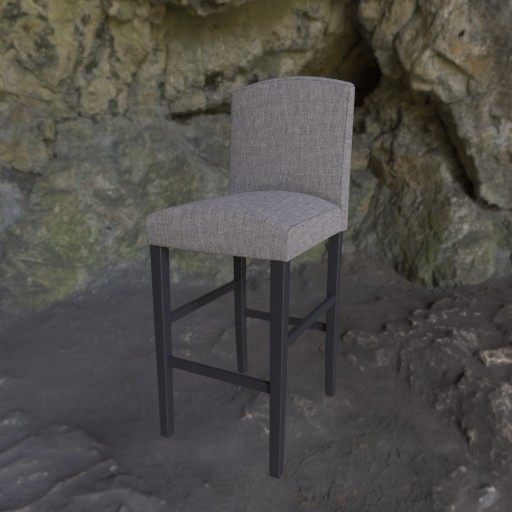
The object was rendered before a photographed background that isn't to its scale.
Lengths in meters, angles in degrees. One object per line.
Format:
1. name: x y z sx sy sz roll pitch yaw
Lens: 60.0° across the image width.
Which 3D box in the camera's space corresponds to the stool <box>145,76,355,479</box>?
1. stool: 0.000 0.000 1.416 0.451 1.138 0.552 7 15 27
